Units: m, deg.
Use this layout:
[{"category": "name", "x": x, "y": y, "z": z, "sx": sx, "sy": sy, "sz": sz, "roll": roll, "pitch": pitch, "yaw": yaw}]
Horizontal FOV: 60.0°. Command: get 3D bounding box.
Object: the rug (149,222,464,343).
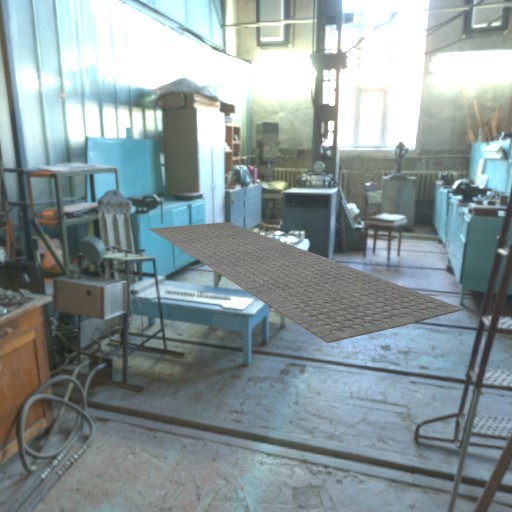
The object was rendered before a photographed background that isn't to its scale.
[{"category": "rug", "x": 0.000, "y": 0.000, "z": 2.739, "sx": 0.706, "sy": 0.009, "sz": 2.443, "roll": -7, "pitch": 16, "yaw": -27}]
